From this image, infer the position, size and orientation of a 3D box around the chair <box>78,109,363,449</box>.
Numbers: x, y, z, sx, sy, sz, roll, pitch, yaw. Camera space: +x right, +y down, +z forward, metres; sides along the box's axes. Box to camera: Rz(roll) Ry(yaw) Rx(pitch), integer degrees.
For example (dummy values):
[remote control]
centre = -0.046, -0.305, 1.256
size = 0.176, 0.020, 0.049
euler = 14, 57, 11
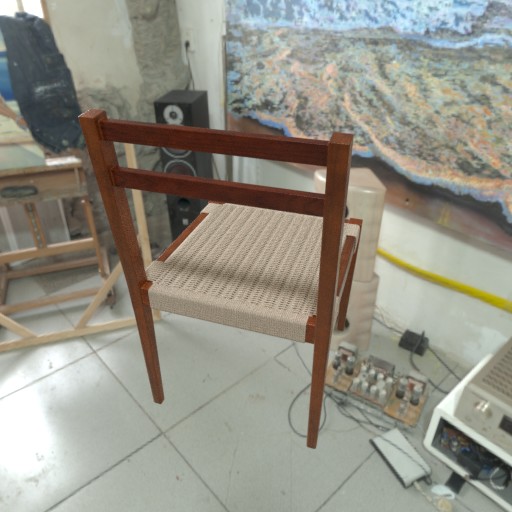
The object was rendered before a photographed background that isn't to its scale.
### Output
[chair]
centre = 0.000, 0.000, 1.189
size = 0.495, 0.851, 0.569
euler = 10, 34, 15
